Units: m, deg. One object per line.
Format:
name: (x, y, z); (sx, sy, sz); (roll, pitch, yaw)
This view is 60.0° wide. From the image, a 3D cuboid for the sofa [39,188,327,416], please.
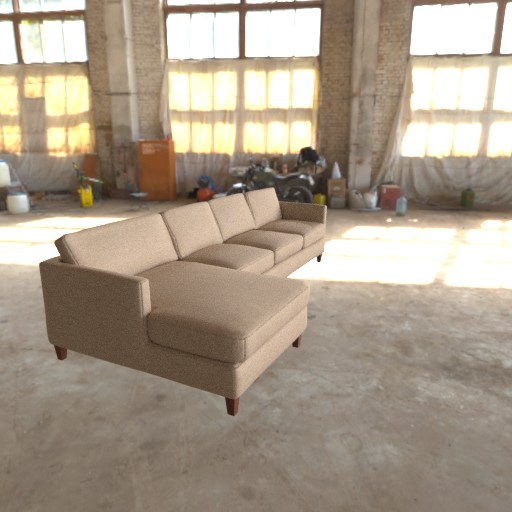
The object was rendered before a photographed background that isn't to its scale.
sofa: (0.000, 0.000, 3.876); (1.502, 0.876, 3.201); (8, 17, 26)
